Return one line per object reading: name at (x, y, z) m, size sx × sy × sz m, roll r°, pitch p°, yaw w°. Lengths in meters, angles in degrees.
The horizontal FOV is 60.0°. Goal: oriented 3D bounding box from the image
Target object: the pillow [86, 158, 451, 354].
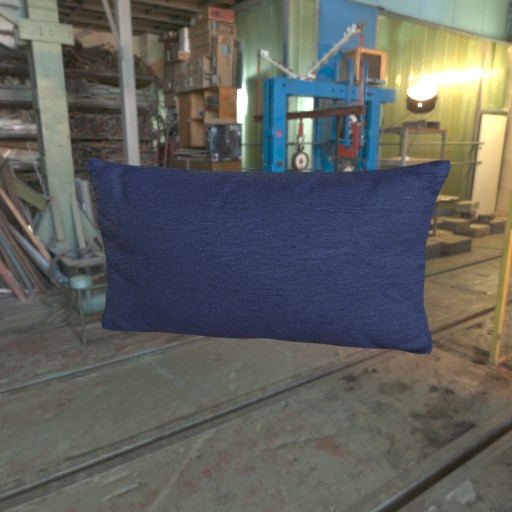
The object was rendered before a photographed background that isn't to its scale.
pillow at (0.000, 0.000, 0.792) m, size 0.633 × 0.338 × 0.210 m, roll 2°, pitch 14°, yaw 10°
